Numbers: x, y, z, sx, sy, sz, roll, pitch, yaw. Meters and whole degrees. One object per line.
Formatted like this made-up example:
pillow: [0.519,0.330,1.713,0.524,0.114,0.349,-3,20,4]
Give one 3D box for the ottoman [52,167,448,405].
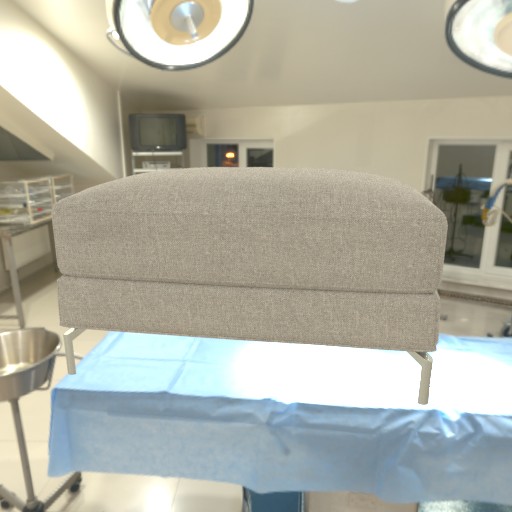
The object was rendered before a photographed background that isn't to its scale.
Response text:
ottoman: [0.000,0.000,1.179,0.838,0.457,0.584,2,15,9]
